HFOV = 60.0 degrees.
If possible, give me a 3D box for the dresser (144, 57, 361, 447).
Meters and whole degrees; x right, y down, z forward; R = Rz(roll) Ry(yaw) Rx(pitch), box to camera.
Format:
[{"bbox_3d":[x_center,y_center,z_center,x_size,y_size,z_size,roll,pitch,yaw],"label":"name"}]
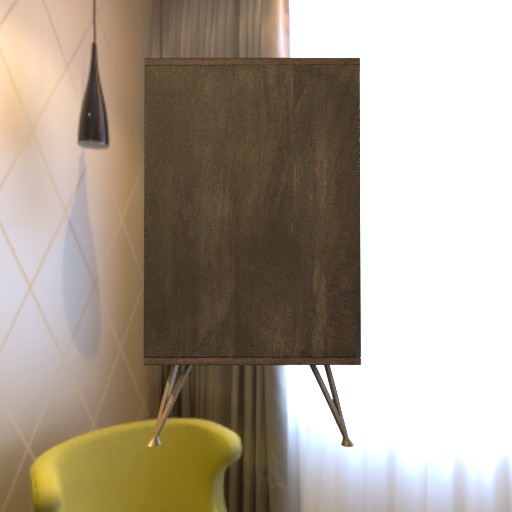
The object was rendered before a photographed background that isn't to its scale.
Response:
[{"bbox_3d":[0.000,0.000,1.367,0.453,0.801,0.923,0,-1,0],"label":"dresser"}]
